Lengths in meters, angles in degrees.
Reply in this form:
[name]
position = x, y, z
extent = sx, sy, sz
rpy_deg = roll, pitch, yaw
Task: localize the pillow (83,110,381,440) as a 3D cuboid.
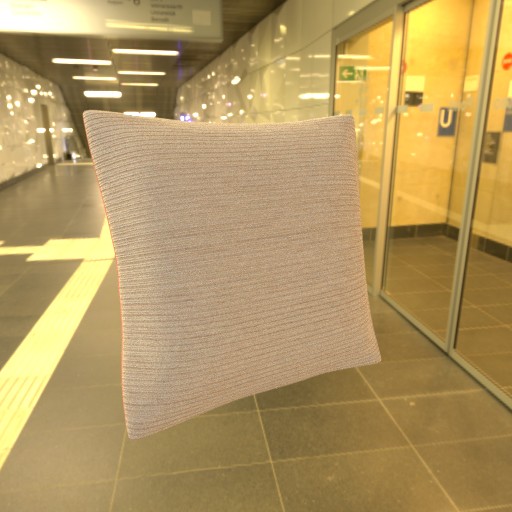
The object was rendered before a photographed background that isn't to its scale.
[pillow]
position = 0.000, 0.000, 0.646
extent = 0.424, 0.401, 0.177
rpy_deg = -9, 18, -27
